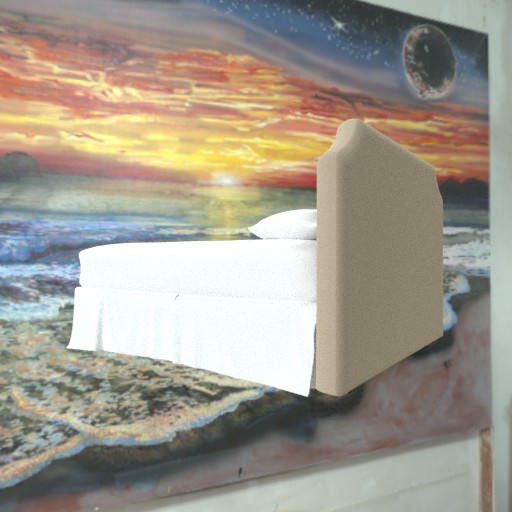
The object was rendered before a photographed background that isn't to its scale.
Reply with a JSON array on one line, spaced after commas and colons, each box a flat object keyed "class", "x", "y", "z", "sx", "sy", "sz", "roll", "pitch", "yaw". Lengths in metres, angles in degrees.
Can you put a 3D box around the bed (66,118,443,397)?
[{"class": "bed", "x": 0.000, "y": 0.000, "z": 3.261, "sx": 2.204, "sy": 1.301, "sz": 1.828, "roll": 0, "pitch": 0, "yaw": 36}]
